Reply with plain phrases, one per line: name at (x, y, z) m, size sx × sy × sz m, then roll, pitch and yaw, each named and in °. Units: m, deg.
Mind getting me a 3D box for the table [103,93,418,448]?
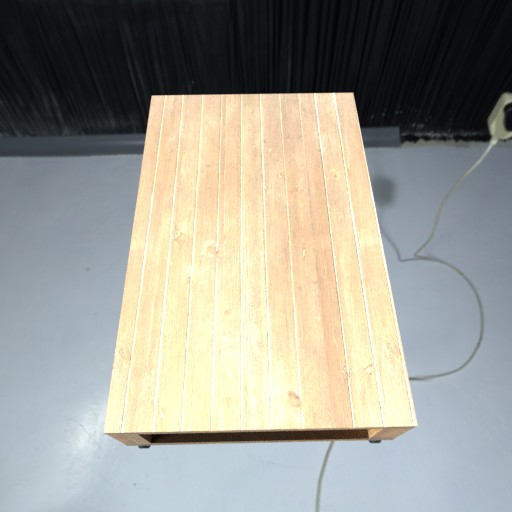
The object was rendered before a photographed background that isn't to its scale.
table at (0.000, 0.000, 1.672) m, size 0.827 × 0.413 × 1.299 m, roll -1°, pitch 60°, yaw -1°
